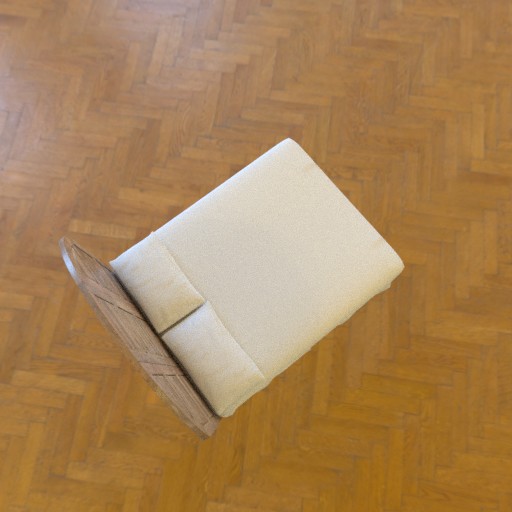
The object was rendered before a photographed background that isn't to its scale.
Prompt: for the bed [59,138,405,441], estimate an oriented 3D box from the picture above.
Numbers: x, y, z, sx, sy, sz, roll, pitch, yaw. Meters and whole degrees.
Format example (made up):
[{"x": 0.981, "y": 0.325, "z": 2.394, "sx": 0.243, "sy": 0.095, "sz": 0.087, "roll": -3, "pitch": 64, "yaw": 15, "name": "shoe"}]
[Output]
[{"x": 0.000, "y": 0.000, "z": 3.443, "sx": 2.112, "sy": 2.002, "sz": 1.713, "roll": -37, "pitch": 78, "yaw": -9, "name": "bed"}]
